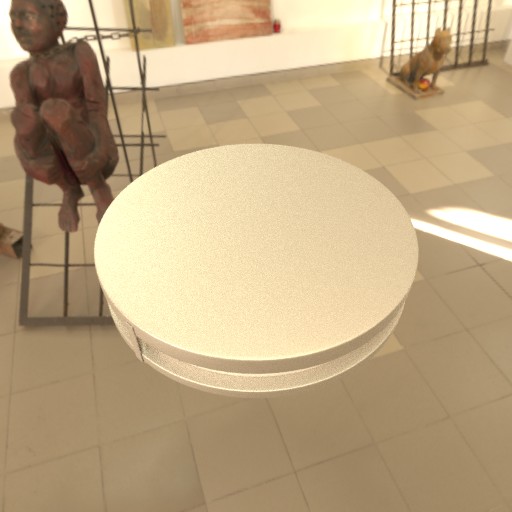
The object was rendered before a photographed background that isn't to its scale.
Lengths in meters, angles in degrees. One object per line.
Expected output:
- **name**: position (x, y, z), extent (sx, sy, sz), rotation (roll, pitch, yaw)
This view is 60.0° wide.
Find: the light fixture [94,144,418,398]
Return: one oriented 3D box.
- **light fixture**: position (0.000, 0.000, 0.534), extent (0.356, 0.102, 0.356), rotation (0, 44, 0)
